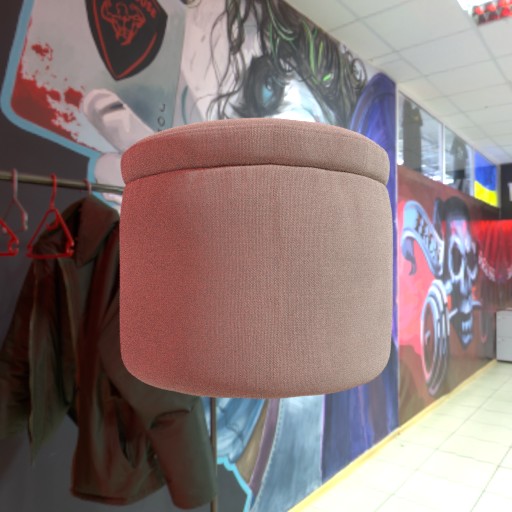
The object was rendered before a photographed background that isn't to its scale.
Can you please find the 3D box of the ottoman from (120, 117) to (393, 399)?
[{"bbox_3d":[0.000,0.000,0.843,0.497,0.409,0.497,0,-1,0],"label":"ottoman"}]
